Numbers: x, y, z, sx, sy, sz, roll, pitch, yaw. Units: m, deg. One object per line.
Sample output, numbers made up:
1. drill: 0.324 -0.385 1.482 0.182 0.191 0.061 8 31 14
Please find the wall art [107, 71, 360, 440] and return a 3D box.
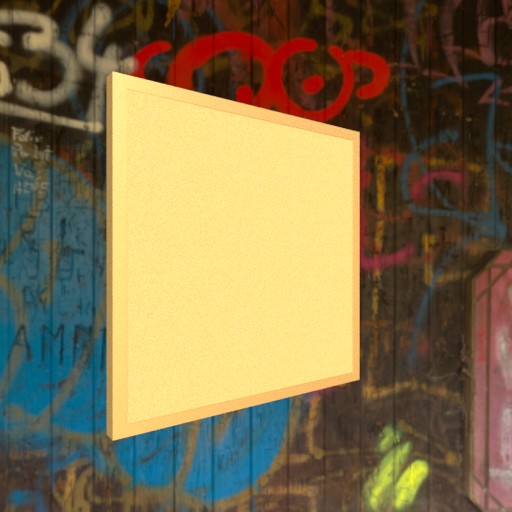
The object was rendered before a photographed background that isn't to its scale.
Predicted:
1. wall art: 0.000 0.000 2.922 1.926 1.926 0.099 0 0 -36
